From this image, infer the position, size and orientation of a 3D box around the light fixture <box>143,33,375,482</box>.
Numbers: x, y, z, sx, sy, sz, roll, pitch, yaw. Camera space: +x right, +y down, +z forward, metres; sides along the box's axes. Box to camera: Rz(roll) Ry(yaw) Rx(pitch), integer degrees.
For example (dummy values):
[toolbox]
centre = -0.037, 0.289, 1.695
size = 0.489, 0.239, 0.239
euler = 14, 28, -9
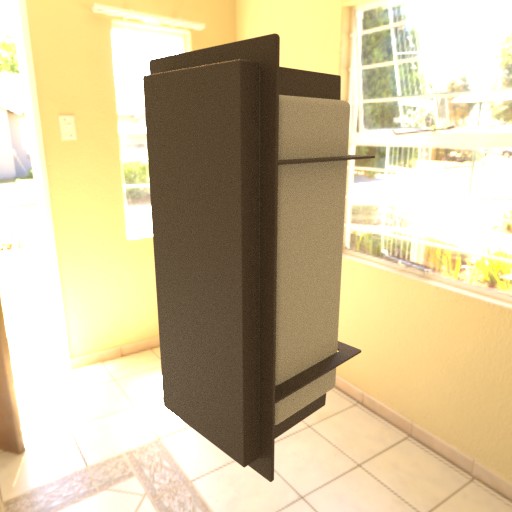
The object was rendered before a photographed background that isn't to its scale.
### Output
[light fixture]
centre = 0.000, 0.000, 0.419
size = 0.146, 0.347, 0.153
euler = -15, 21, -42
